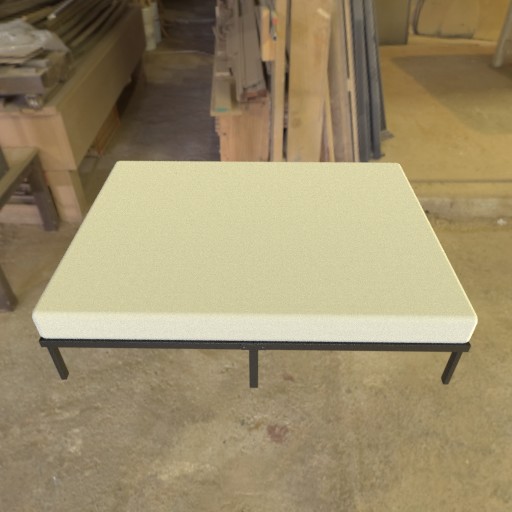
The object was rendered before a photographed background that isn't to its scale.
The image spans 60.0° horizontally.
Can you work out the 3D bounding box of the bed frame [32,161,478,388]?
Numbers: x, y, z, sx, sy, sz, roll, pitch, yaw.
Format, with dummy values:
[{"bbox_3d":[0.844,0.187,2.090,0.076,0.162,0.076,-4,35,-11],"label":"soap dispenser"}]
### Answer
[{"bbox_3d":[0.000,0.000,3.527,2.635,0.680,1.990,1,39,1],"label":"bed frame"}]
